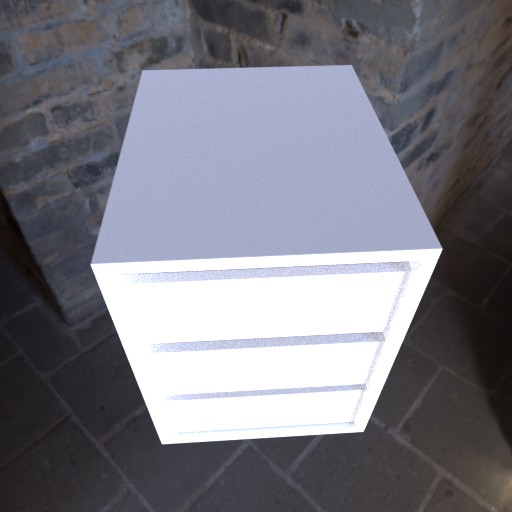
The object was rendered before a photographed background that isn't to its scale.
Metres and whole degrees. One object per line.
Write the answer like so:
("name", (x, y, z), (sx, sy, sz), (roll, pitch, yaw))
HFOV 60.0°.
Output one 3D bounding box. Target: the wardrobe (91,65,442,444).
("wardrobe", (0.000, 0.000, 0.861), (0.400, 0.520, 0.500), (-3, 46, -2))
